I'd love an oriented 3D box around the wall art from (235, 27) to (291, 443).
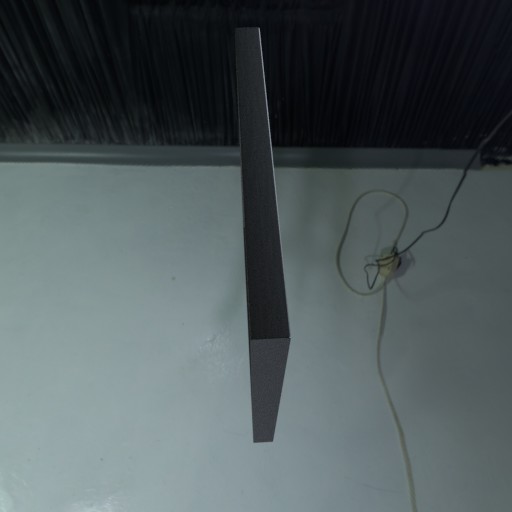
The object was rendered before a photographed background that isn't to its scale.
[{"bbox_3d":[0.000,0.000,0.756,0.037,0.508,0.508,-3,57,-2],"label":"wall art"}]
